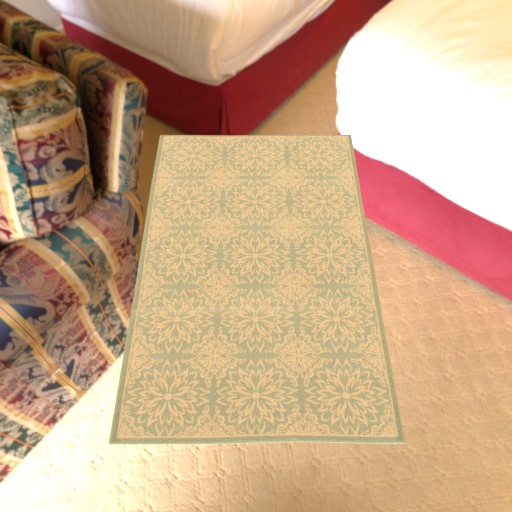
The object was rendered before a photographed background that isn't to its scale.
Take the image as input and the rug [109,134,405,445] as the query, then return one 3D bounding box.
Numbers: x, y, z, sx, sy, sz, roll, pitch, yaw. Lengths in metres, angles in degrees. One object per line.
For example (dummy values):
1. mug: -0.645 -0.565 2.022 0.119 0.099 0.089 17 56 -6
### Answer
1. rug: 0.000 0.000 3.459 1.819 0.018 2.746 0 57 0
